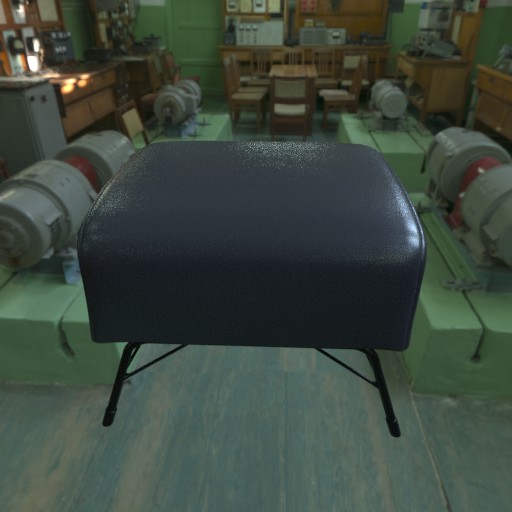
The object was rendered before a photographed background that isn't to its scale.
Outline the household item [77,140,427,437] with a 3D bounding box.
[{"bbox_3d":[0.000,0.000,0.906,0.530,0.410,0.530,1,30,2],"label":"household item"}]
